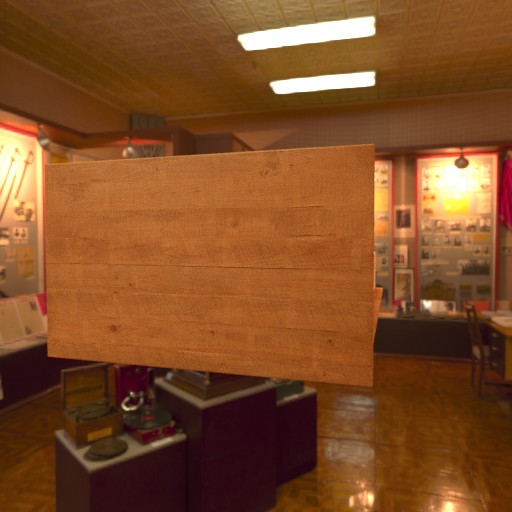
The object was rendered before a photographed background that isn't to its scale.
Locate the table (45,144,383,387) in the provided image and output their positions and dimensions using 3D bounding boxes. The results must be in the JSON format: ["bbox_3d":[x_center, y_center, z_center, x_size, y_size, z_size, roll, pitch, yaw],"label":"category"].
[{"bbox_3d":[0.000,0.000,3.163,1.707,1.041,2.149,1,2,17],"label":"table"}]
